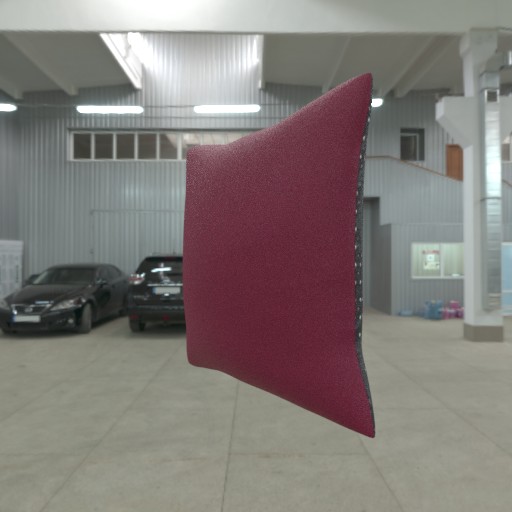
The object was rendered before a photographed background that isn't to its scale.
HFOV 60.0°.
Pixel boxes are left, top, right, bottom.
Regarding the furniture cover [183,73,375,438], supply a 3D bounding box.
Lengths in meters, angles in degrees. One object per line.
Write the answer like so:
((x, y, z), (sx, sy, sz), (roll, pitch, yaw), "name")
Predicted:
((0.000, 0.000, 0.830), (0.193, 0.509, 0.552), (0, 0, -36), "furniture cover")
